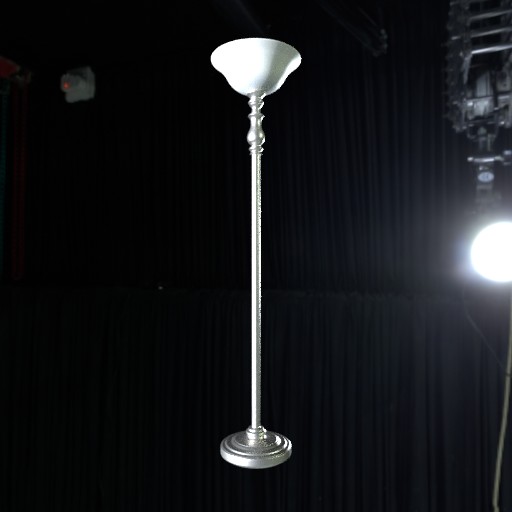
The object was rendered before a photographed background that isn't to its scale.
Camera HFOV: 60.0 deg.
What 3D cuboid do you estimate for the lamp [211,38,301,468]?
[{"bbox_3d":[0.000,0.000,1.996,0.405,1.771,0.405,0,-1,17],"label":"lamp"}]
